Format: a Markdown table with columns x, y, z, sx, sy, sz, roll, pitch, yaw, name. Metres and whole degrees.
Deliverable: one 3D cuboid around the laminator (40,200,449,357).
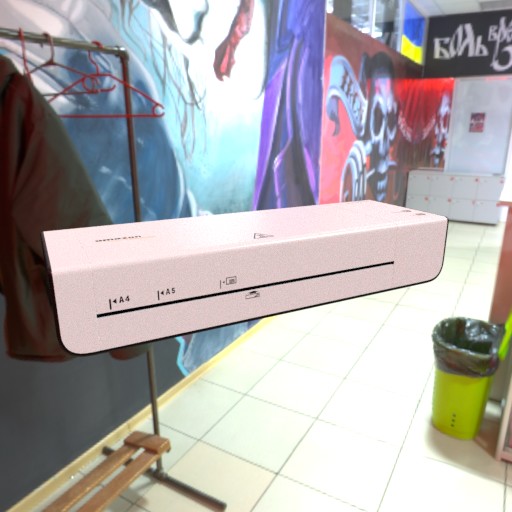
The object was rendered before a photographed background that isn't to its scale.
| x | y | z | sx | sy | sz | roll | pitch | yaw | name |
| --- | --- | --- | --- | --- | --- | --- | --- | --- | --- |
| 0.000 | 0.000 | 0.397 | 0.340 | 0.062 | 0.123 | -8 | 19 | -26 | laminator |
